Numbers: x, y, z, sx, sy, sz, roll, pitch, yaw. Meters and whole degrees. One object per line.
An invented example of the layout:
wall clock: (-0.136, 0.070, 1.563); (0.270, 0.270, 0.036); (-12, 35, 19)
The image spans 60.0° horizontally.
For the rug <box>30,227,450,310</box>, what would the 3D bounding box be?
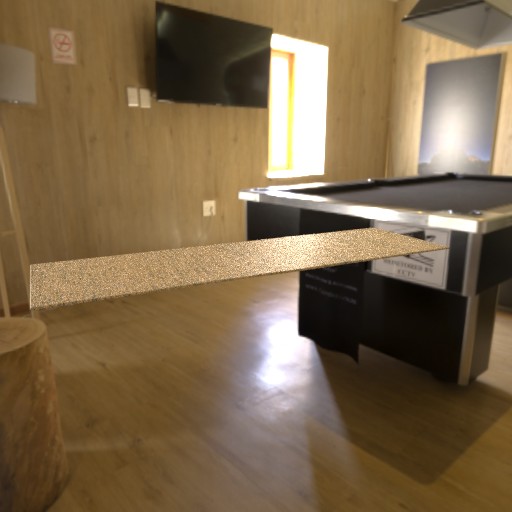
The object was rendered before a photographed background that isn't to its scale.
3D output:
rug: (0.000, 0.000, 2.506); (2.290, 0.014, 0.700); (-7, 16, -25)
